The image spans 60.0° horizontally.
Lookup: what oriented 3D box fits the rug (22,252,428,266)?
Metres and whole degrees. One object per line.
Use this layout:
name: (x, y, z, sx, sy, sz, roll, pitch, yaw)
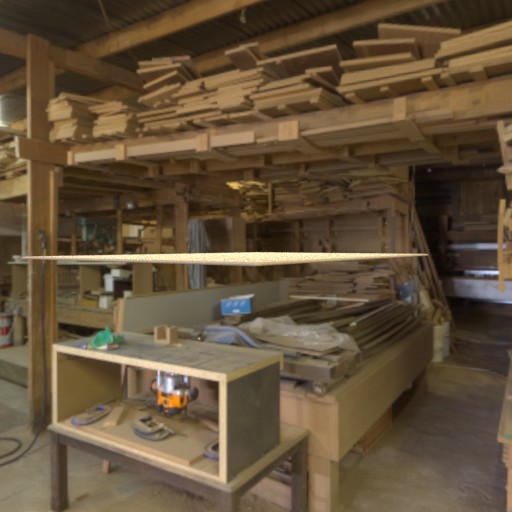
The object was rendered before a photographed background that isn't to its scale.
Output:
rug: (0.000, 0.000, 2.734, 1.517, 0.013, 2.115, 1, 2, 36)
